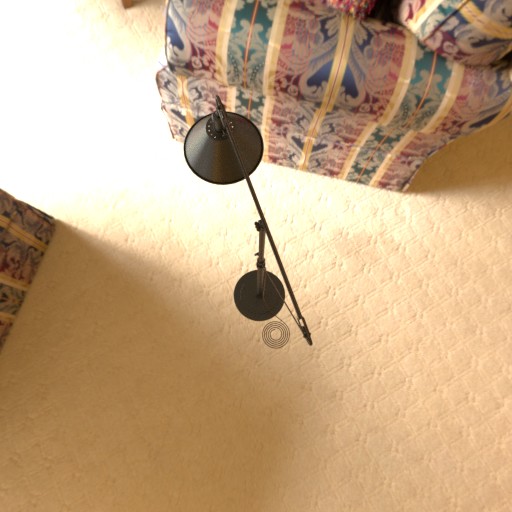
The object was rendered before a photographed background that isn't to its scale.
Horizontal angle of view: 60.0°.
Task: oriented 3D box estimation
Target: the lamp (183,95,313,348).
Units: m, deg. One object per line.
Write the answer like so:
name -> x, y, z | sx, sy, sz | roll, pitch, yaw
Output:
lamp -> 0.000, 0.000, 1.985 | 0.319, 1.626, 0.904 | -22, 77, -5
